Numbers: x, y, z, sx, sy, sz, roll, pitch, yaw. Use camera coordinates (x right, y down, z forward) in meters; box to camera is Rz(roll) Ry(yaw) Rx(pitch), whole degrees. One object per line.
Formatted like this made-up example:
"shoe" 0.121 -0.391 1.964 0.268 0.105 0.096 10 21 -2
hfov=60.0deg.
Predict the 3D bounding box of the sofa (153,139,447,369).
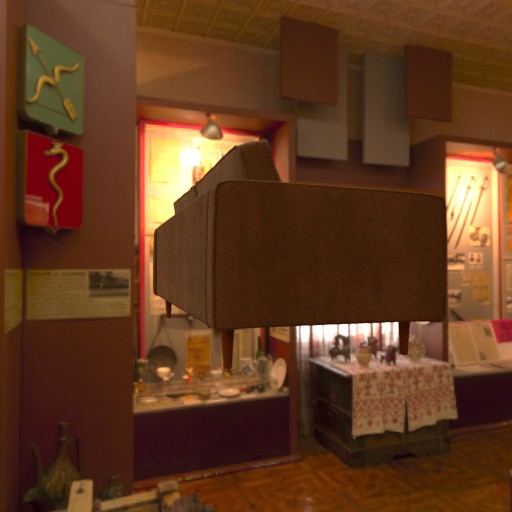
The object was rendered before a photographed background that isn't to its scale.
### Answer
"sofa" 0.000 0.000 2.426 0.924 0.825 1.920 0 -1 -19
